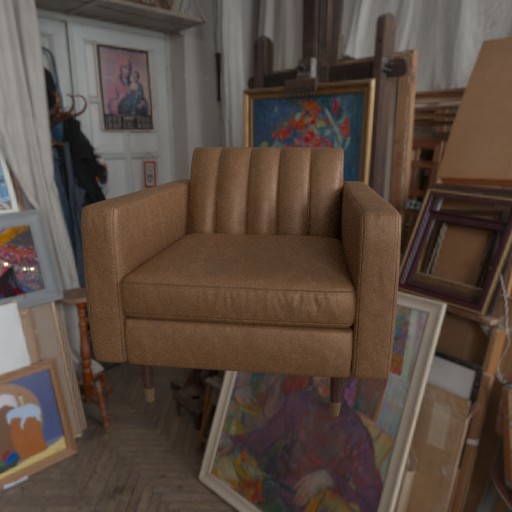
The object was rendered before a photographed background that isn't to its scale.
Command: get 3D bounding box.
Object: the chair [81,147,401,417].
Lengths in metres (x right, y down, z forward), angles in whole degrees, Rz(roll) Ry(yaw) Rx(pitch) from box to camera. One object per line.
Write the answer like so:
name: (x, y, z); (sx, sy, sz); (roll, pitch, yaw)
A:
chair: (0.000, 0.000, 1.736); (0.953, 0.819, 0.998); (2, 15, 7)
